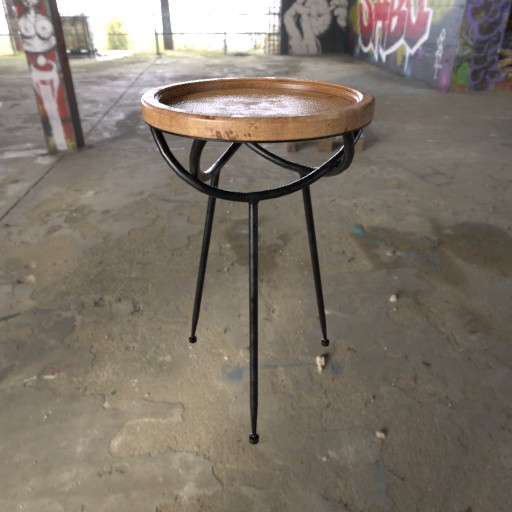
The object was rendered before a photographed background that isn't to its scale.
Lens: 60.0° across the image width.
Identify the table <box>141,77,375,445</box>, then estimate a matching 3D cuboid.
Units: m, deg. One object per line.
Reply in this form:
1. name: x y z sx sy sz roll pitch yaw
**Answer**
1. table: 0.000 0.000 0.951 0.414 0.664 0.418 8 30 13
